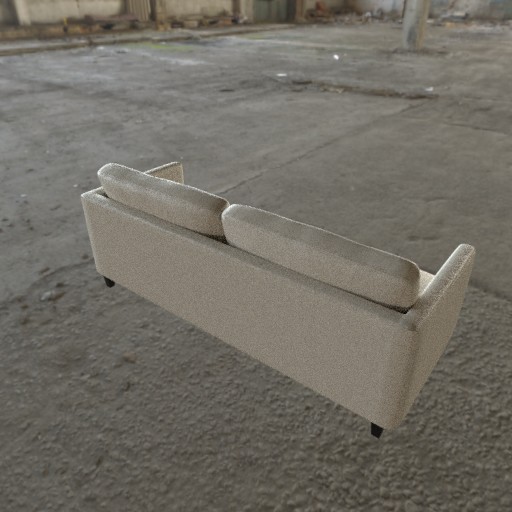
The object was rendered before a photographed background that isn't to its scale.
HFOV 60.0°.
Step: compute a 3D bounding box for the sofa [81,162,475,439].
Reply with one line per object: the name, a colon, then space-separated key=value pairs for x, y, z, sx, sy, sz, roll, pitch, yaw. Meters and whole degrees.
sofa: x=0.000 y=0.000 z=2.918 sx=2.434 sy=0.965 sz=0.948 roll=21 pitch=37 yaw=32
